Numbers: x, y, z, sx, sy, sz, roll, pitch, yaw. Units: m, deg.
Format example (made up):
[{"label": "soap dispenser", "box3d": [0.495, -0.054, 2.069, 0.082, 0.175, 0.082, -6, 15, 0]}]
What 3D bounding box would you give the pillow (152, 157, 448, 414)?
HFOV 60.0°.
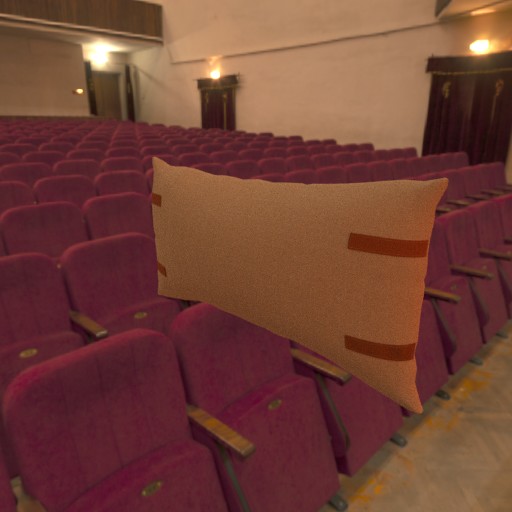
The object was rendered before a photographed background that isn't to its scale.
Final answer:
[{"label": "pillow", "box3d": [0.000, 0.000, 0.743, 0.612, 0.308, 0.148, 16, 23, 42]}]
